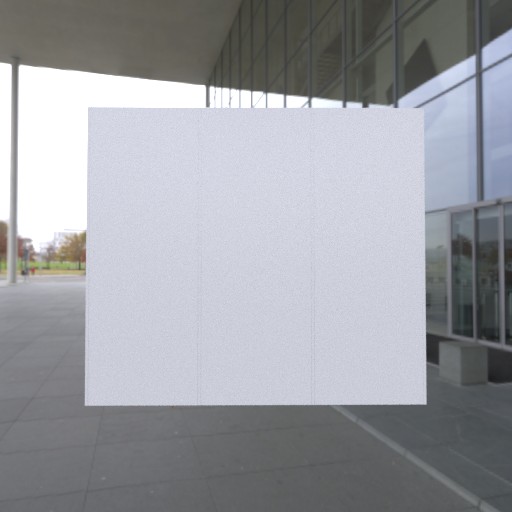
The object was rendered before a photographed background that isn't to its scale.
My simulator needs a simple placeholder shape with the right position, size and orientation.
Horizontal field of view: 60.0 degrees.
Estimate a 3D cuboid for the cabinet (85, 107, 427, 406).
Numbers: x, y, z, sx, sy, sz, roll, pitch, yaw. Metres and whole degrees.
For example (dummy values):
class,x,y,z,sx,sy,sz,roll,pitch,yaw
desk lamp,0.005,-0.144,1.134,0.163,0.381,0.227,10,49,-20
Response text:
class,x,y,z,sx,sy,sz,roll,pitch,yaw
cabinet,0.000,0.000,3.822,2.700,2.370,0.590,0,-1,-1
